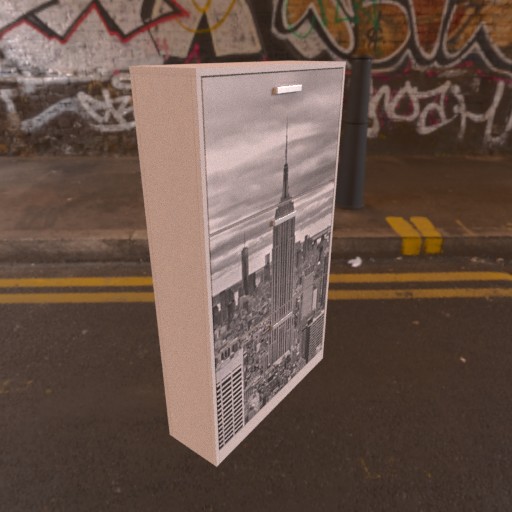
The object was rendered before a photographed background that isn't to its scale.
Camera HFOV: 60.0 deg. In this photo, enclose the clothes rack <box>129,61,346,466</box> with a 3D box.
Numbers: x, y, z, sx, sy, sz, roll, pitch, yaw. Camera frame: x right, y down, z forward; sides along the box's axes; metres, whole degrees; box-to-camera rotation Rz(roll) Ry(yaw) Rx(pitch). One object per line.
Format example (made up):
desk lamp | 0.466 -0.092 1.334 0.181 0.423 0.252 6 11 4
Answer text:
clothes rack | 0.000 0.000 1.607 0.250 1.280 0.750 18 30 33
